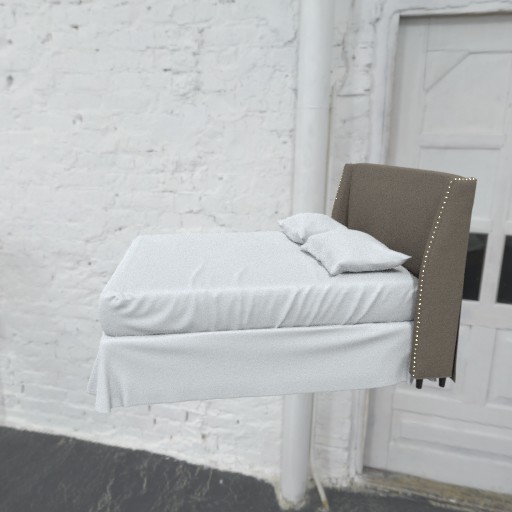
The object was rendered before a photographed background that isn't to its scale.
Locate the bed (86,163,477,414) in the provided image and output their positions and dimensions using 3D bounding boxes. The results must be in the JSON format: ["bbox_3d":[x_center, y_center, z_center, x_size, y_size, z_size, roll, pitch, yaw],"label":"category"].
[{"bbox_3d":[0.000,0.000,3.392,2.276,1.332,1.925,-2,14,-7],"label":"bed"}]
